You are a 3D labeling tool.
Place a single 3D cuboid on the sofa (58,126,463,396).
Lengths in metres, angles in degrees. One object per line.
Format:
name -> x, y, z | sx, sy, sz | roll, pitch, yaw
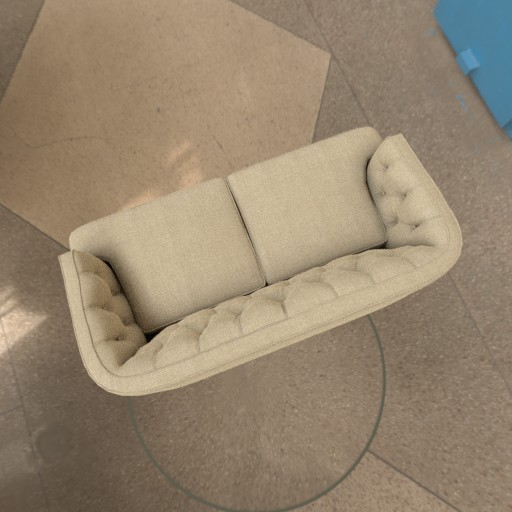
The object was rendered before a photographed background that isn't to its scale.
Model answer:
sofa -> 0.000, 0.000, 2.262 | 1.733, 0.855, 0.941 | -20, 76, -5
